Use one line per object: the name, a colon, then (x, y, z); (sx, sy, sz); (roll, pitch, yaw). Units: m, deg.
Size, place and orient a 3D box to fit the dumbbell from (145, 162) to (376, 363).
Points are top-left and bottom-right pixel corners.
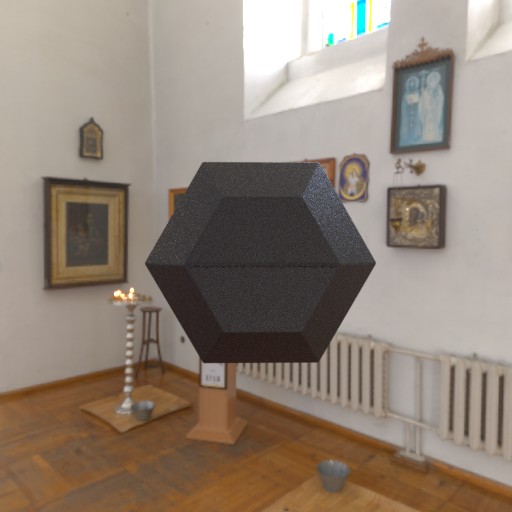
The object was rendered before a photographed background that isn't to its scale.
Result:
dumbbell: (0.000, 0.000, 0.422); (0.141, 0.123, 0.356); (0, 2, -1)
